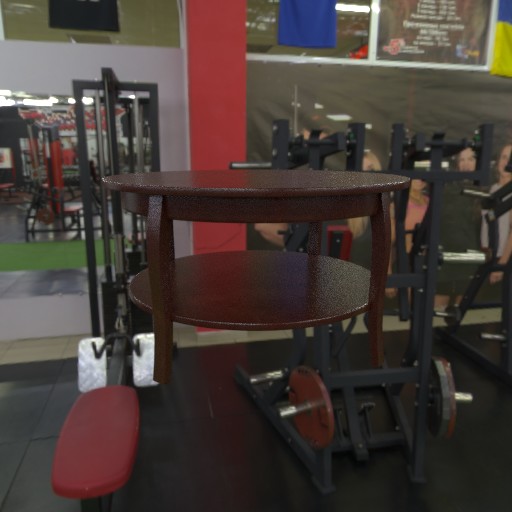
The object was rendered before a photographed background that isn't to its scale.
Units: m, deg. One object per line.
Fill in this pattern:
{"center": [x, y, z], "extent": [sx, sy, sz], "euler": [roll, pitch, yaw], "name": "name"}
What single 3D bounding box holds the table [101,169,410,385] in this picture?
{"center": [0.000, 0.000, 1.438], "extent": [0.911, 0.512, 0.911], "euler": [0, 13, 0], "name": "table"}
